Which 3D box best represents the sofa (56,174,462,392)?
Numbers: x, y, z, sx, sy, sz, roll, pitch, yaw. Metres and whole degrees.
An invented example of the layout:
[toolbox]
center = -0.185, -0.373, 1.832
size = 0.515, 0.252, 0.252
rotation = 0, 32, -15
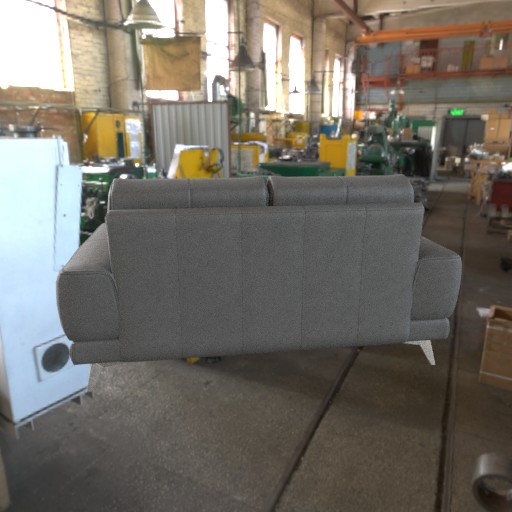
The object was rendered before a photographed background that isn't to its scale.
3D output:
[sofa]
center = 0.000, 0.000, 2.374
size = 1.806, 0.907, 1.018
rotation = -2, 16, -8
